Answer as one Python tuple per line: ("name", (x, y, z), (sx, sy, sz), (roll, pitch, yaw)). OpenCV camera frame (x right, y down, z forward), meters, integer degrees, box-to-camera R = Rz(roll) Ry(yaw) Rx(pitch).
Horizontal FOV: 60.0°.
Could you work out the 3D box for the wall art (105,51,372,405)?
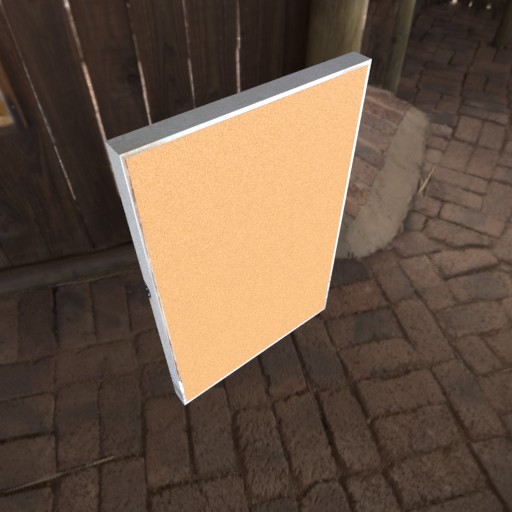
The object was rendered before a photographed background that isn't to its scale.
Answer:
("wall art", (0.000, 0.000, 0.794), (0.403, 0.607, 0.036), (-30, 53, -25))
